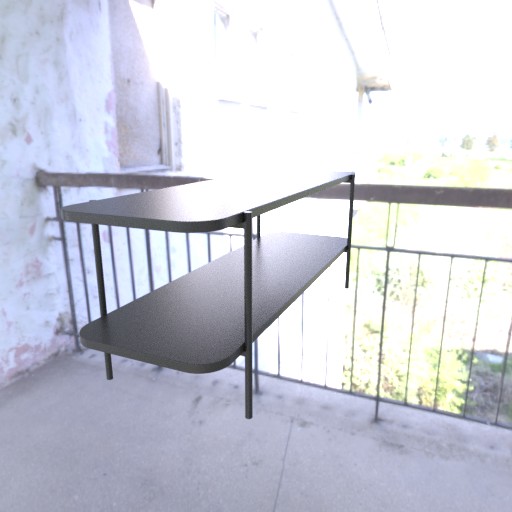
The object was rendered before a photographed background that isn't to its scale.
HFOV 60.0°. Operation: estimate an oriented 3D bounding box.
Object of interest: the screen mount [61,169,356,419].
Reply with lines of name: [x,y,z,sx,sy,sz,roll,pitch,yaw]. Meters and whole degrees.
screen mount: [0.000,0.000,1.383,0.400,0.447,1.200,7,17,23]
